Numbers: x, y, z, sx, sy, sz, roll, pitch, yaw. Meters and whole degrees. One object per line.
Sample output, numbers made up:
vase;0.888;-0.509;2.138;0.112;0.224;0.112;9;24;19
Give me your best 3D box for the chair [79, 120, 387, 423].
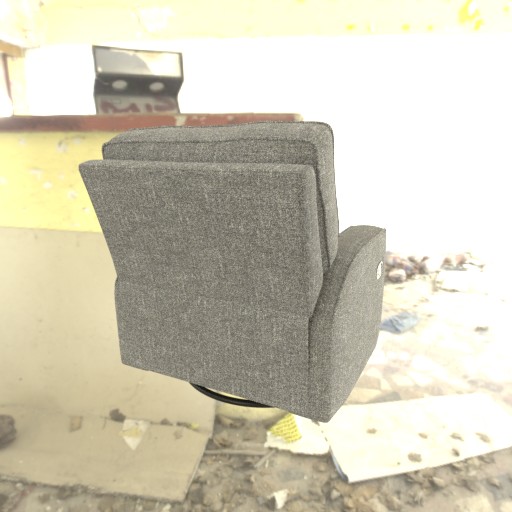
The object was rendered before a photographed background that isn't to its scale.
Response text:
chair;0.000;0.000;1.694;0.861;0.962;0.964;7;16;26
